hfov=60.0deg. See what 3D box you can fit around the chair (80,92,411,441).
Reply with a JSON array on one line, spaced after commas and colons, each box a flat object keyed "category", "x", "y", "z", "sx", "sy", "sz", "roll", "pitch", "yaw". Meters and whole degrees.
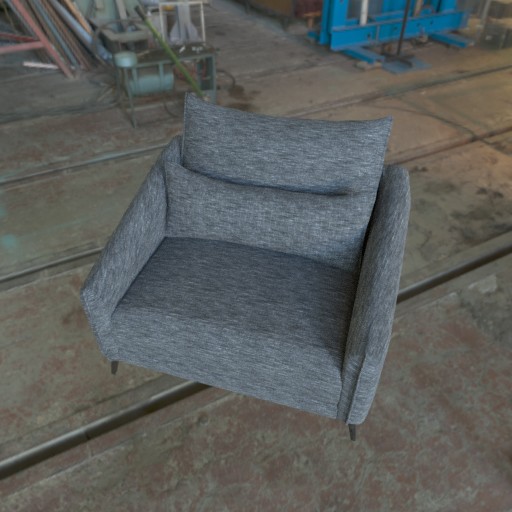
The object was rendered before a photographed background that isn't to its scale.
[{"category": "chair", "x": 0.000, "y": 0.000, "z": 1.594, "sx": 1.004, "sy": 0.842, "sz": 0.805, "roll": 11, "pitch": 42, "yaw": 13}]
